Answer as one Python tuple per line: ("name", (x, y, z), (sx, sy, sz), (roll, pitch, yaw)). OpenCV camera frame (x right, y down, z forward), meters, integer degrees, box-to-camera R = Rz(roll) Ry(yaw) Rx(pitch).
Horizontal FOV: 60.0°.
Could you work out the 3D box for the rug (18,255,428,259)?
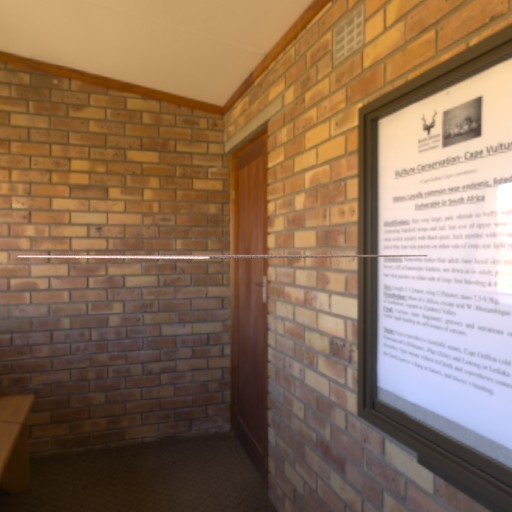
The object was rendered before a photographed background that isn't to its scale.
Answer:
("rug", (0.000, 0.000, 2.981), (1.529, 0.009, 2.446), (0, 0, 39))
